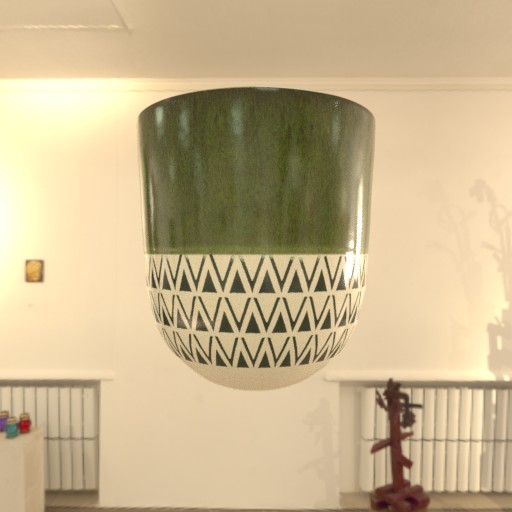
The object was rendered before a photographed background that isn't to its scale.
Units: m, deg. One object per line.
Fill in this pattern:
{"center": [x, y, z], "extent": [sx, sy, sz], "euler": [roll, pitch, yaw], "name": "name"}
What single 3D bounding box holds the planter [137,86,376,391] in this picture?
{"center": [0.000, 0.000, 0.472], "extent": [0.245, 0.270, 0.245], "euler": [0, 1, 0], "name": "planter"}
